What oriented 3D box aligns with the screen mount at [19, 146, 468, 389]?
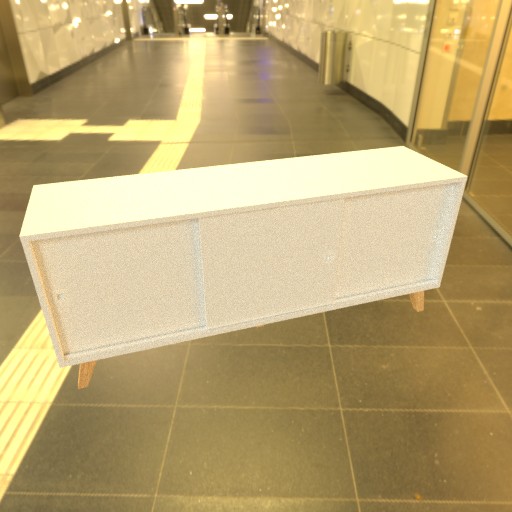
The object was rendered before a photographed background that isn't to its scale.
[{"bbox_3d":[0.000,0.000,1.729,1.490,0.619,0.400,-9,32,-16],"label":"screen mount"}]
